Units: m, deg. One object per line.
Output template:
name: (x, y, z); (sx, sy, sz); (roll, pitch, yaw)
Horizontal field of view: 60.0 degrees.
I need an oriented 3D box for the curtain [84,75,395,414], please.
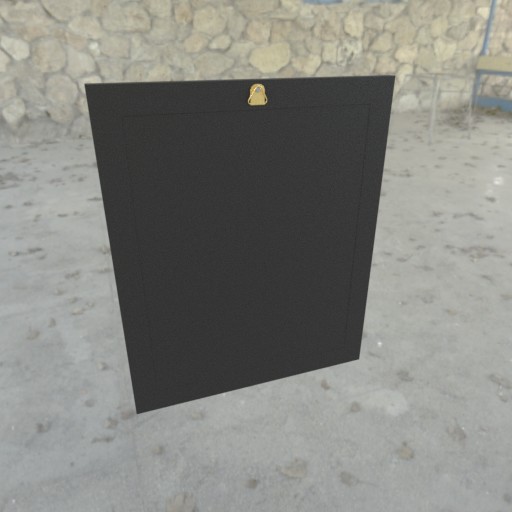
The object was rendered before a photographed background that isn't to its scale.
curtain: (0.000, 0.000, 0.789); (0.483, 0.585, 0.027); (-9, 27, -17)
